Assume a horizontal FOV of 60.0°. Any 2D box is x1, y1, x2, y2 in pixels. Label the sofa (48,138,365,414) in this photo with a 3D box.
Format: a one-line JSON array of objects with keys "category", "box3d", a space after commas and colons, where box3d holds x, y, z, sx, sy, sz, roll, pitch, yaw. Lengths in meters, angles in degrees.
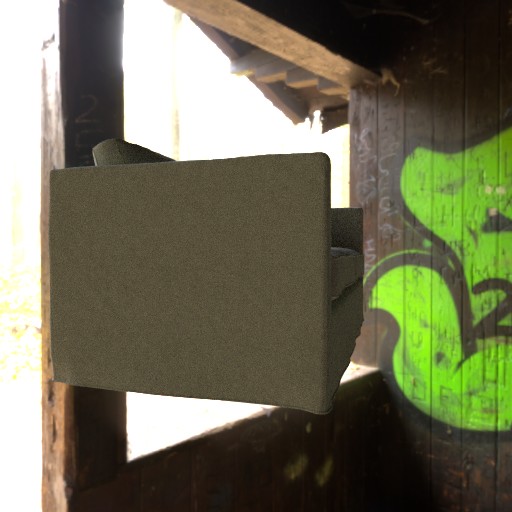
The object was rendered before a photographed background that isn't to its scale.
[{"category": "sofa", "box3d": [0.000, 0.000, 2.132, 0.944, 0.830, 1.727, 0, 1, 17]}]
